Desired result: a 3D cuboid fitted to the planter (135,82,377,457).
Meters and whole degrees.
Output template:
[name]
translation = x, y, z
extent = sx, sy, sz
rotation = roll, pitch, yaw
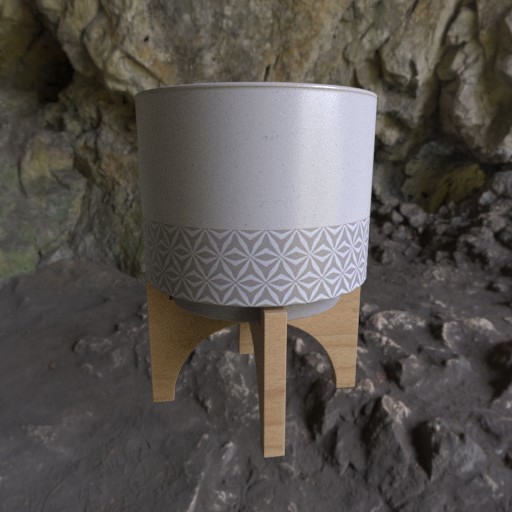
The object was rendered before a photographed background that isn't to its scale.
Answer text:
[planter]
translation = 0.000, 0.000, 0.387
extent = 0.188, 0.260, 0.188
rotation = 0, 14, 0
